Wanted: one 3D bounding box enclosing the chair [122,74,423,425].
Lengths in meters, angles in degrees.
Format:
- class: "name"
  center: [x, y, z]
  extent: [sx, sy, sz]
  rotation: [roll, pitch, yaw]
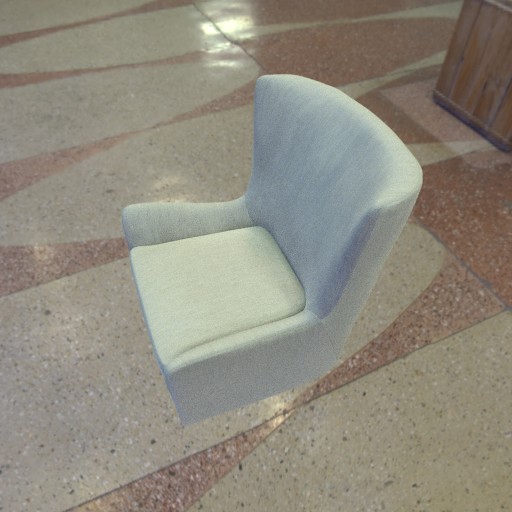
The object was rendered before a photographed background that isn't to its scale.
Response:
- class: "chair"
  center: [0.000, 0.000, 1.663]
  extent: [0.904, 1.000, 0.779]
  rotation: [-16, 50, -14]
